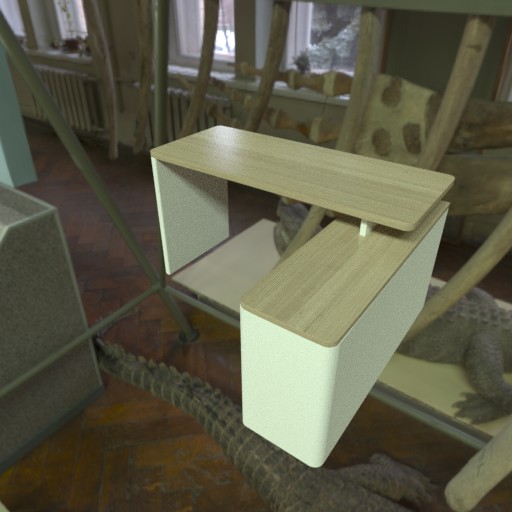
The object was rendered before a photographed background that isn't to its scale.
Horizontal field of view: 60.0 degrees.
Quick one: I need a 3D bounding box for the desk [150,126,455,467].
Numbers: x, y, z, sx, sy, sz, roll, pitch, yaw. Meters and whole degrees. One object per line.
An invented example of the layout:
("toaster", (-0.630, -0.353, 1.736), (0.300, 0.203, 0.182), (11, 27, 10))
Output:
("desk", (0.000, 0.000, 2.156), (1.400, 0.770, 1.175), (21, 38, 30))
